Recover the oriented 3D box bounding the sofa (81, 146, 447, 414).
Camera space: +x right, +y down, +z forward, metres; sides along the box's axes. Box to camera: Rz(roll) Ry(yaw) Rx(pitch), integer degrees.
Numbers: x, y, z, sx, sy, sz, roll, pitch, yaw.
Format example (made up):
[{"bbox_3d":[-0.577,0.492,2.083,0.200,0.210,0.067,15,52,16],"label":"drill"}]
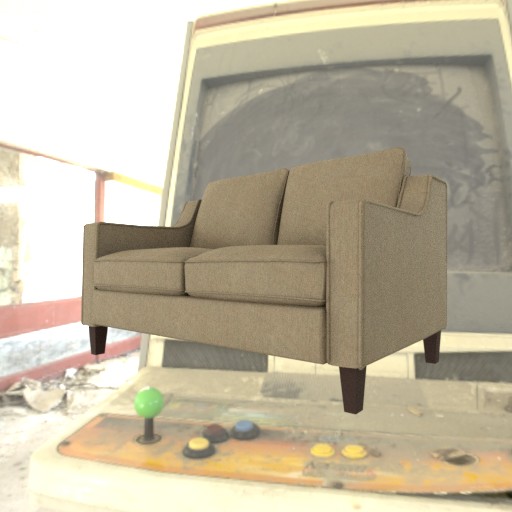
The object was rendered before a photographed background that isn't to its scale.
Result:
[{"bbox_3d":[0.000,0.000,2.128,1.503,0.981,0.985,0,-1,37],"label":"sofa"}]
